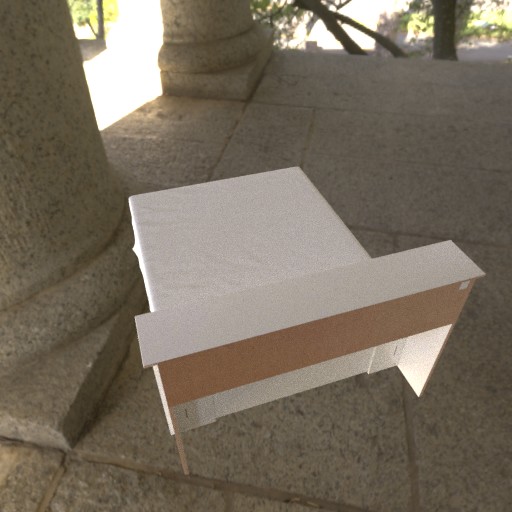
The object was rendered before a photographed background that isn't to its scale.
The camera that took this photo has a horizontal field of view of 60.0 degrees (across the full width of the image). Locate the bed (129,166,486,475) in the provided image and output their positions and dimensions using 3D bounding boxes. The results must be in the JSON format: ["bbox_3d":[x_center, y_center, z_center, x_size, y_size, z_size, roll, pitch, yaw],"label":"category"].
[{"bbox_3d":[0.000,0.000,3.097,1.671,1.092,2.133,-13,43,-14],"label":"bed"}]
